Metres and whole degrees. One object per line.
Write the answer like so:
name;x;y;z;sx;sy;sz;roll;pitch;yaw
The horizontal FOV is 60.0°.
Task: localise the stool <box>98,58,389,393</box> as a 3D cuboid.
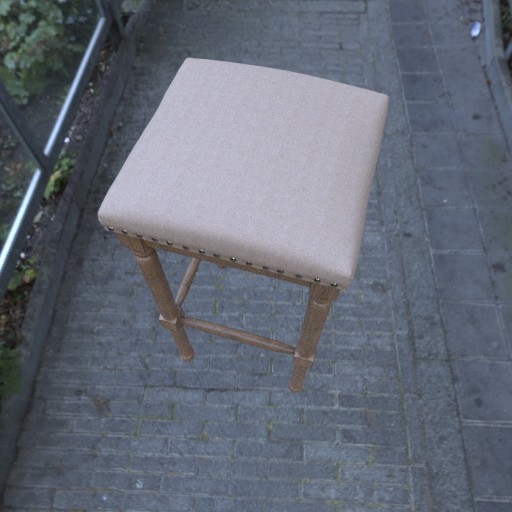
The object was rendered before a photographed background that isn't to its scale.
stool;0.000;0.000;0.997;0.383;0.768;0.382;14;60;8
